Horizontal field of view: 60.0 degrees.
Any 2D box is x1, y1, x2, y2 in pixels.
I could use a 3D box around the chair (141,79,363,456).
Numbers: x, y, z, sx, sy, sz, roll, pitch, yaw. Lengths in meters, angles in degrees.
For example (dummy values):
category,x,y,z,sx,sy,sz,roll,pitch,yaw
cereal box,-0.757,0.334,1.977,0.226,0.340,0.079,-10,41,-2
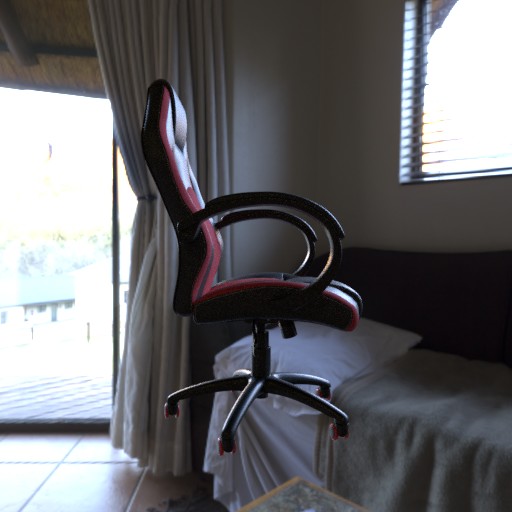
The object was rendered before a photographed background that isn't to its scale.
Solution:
category,x,y,z,sx,sy,sz,roll,pitch,yaw
chair,0.000,0.000,1.605,0.724,1.187,0.673,0,1,0
